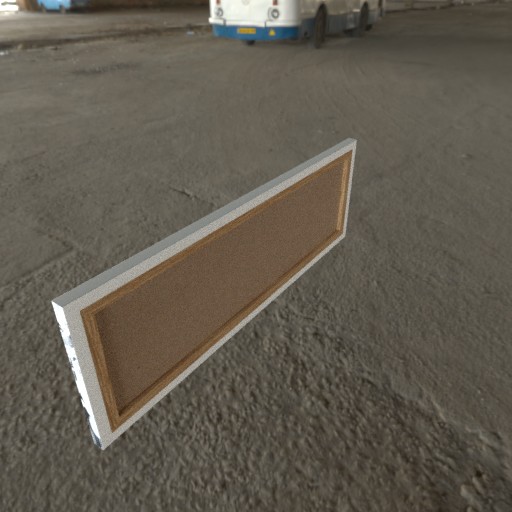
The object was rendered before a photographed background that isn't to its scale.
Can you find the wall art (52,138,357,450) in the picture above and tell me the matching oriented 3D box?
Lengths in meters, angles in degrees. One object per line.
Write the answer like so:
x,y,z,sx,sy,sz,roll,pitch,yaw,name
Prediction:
0.000,0.000,1.645,0.044,0.507,1.520,21,37,30,wall art
